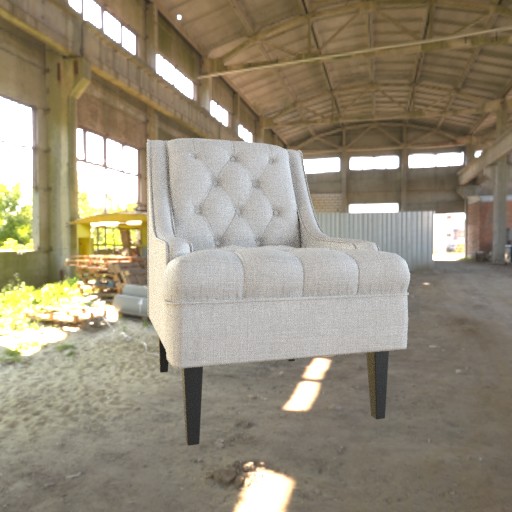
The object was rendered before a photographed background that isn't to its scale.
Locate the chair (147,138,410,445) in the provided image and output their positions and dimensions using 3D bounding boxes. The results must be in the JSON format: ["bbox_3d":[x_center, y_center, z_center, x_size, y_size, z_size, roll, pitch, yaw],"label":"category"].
[{"bbox_3d":[0.000,0.000,1.436,0.658,0.891,0.772,0,1,-18],"label":"chair"}]
